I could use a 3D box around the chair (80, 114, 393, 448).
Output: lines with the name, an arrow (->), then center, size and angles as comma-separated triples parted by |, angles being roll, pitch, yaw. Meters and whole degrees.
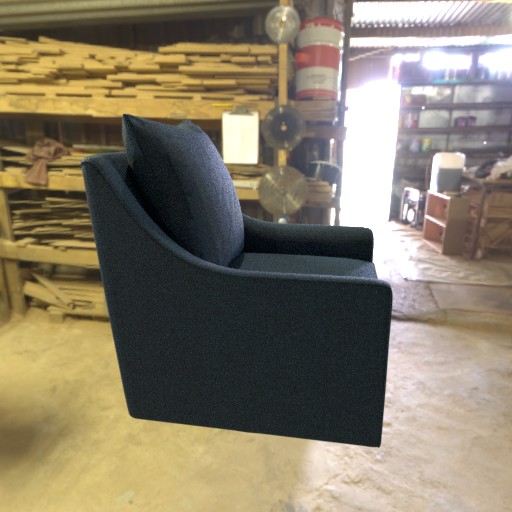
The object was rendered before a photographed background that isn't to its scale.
chair -> 0.000, 0.000, 1.566 | 0.870, 0.939, 0.750 | 3, 15, 10
